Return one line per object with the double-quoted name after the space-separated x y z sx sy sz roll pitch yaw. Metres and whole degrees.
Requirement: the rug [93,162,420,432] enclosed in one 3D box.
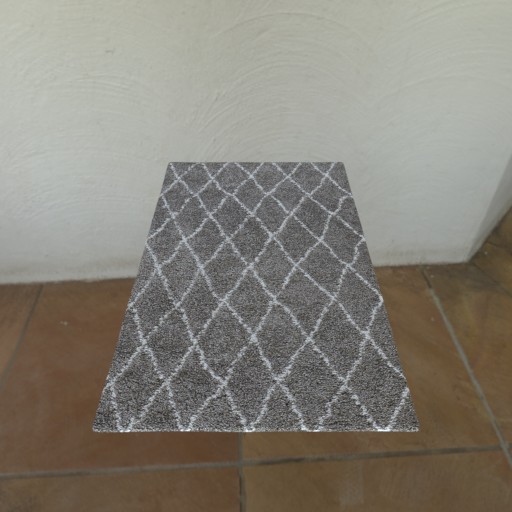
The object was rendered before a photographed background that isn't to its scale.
0.000 0.000 2.961 1.524 0.030 2.438 0 42 0 "rug"
